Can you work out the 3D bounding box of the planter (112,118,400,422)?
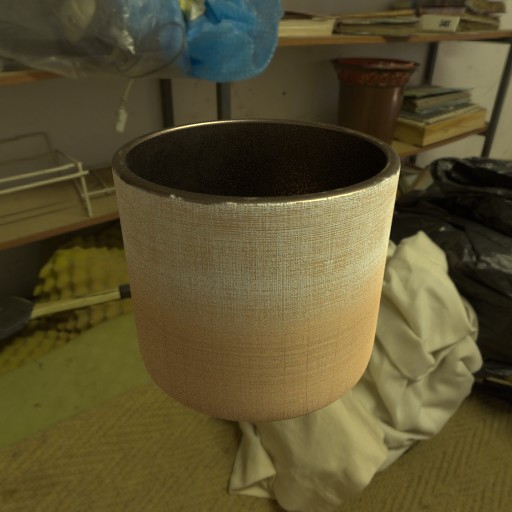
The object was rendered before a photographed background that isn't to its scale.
[{"bbox_3d":[0.000,0.000,0.449,0.254,0.221,0.254,0,29,0],"label":"planter"}]
